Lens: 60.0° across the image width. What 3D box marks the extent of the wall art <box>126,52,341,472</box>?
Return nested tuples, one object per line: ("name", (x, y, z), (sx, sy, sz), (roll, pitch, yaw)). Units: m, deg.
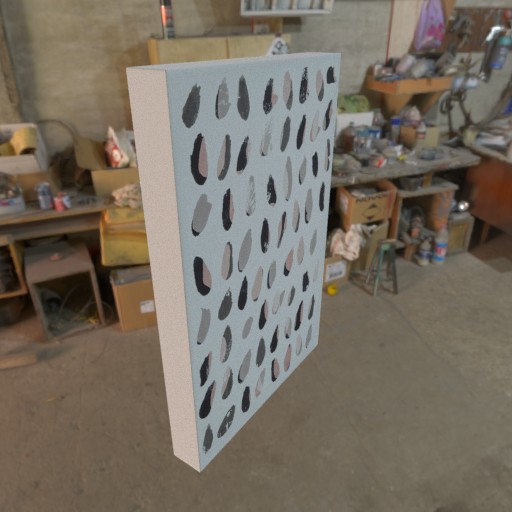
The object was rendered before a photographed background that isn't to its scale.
("wall art", (0.000, 0.000, 0.468), (0.039, 0.381, 0.252), (18, 32, 31))
